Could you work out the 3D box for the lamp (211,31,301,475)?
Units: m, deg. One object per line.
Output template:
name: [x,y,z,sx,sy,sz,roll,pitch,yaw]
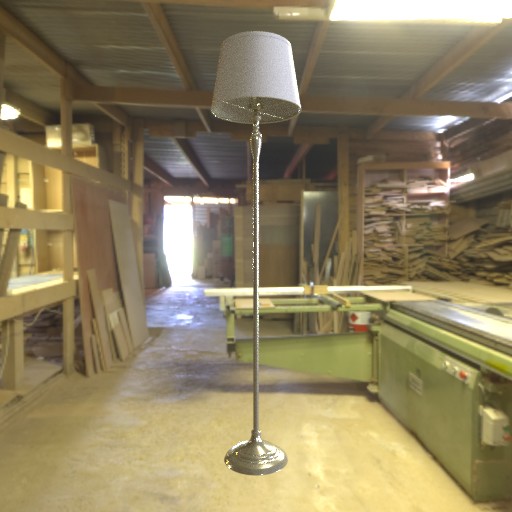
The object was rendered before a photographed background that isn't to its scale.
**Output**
lamp: [0.000,0.000,1.624,0.327,1.506,0.327,0,2,1]
